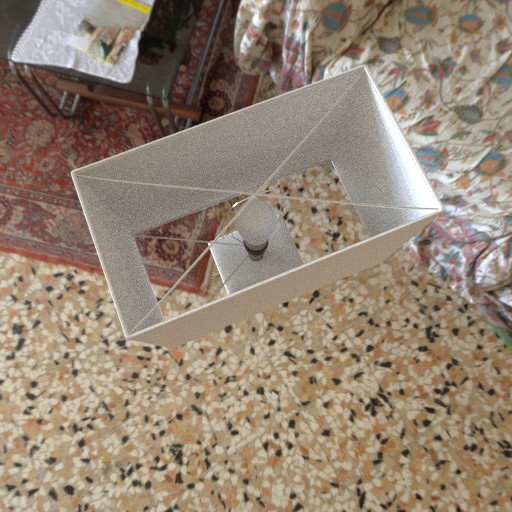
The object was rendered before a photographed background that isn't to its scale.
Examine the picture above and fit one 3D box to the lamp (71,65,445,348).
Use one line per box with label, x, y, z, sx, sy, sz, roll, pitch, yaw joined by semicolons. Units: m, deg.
lamp;0.000;0.000;0.707;0.334;0.543;0.182;-22;77;-5
